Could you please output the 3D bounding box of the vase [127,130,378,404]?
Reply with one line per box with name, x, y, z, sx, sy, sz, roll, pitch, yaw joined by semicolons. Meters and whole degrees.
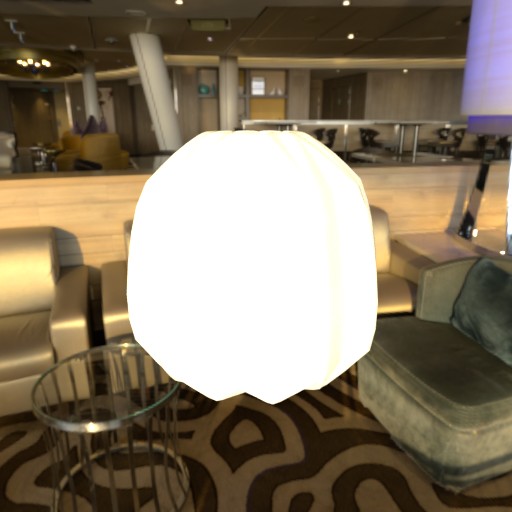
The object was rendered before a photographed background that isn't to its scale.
vase;0.000;0.000;0.247;0.139;0.134;0.139;0;17;0
